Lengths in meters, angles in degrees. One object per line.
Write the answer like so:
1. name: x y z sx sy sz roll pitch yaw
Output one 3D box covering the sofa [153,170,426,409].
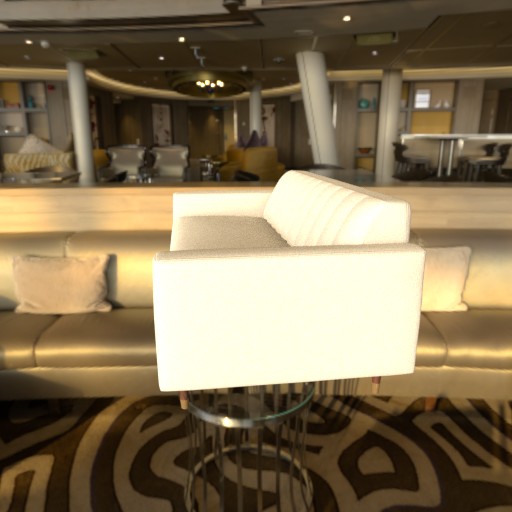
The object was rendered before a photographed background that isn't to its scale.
1. sofa: 0.000 0.000 2.433 0.969 0.814 1.895 -2 15 -8
